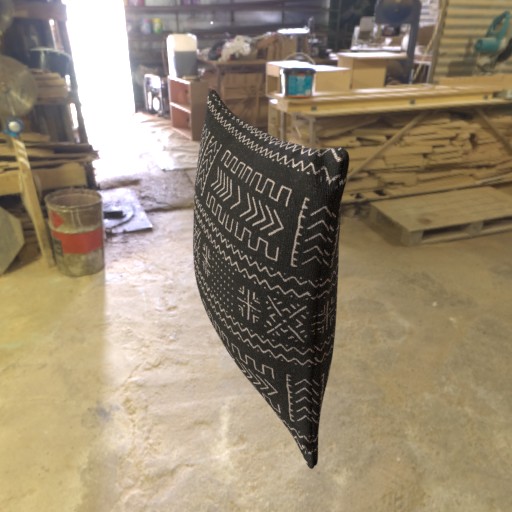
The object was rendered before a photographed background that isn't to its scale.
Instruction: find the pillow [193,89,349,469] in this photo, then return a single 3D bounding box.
[{"bbox_3d":[0.000,0.000,0.669,0.164,0.430,0.438,-10,30,-18],"label":"pillow"}]
